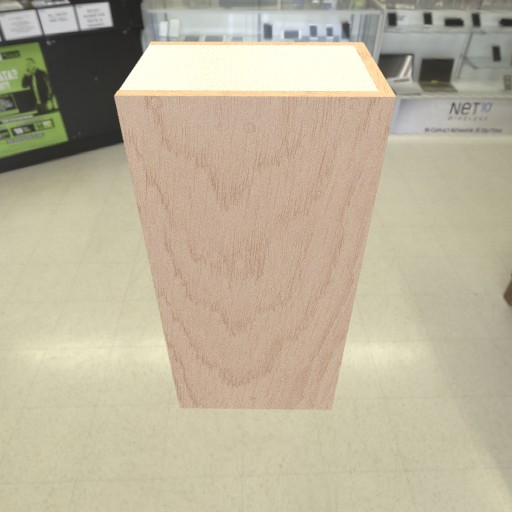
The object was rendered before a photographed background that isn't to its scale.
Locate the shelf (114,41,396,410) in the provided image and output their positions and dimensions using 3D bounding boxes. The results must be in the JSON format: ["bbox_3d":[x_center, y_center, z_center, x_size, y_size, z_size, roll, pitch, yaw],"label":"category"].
[{"bbox_3d":[0.000,0.000,0.725,0.290,0.600,0.200,0,41,1],"label":"shelf"}]
